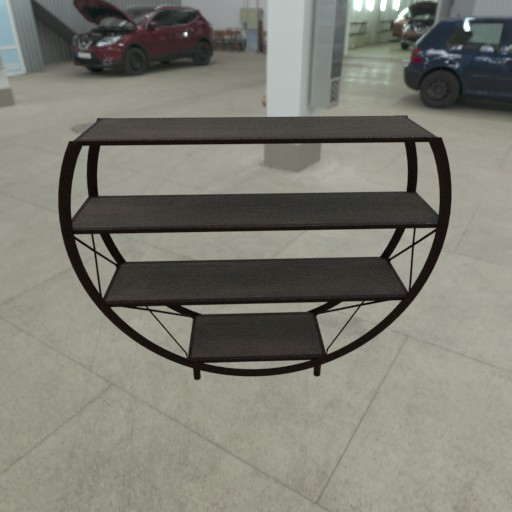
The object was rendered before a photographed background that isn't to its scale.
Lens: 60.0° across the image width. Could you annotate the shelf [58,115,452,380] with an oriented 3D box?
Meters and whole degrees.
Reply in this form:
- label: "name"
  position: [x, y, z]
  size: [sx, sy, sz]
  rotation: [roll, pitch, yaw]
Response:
- label: "shelf"
  position: [0.000, 0.000, 1.851]
  size: [1.403, 1.063, 0.344]
  rotation: [-1, 29, -2]
